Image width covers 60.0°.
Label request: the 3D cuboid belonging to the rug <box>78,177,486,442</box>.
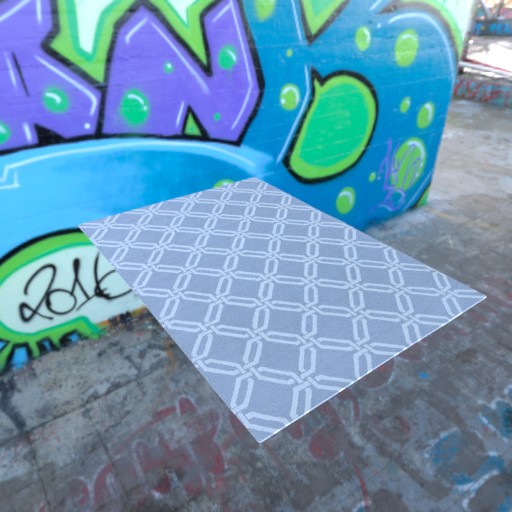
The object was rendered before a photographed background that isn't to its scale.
[{"bbox_3d":[0.000,0.000,2.733,1.522,0.013,2.133,-21,37,-30],"label":"rug"}]
